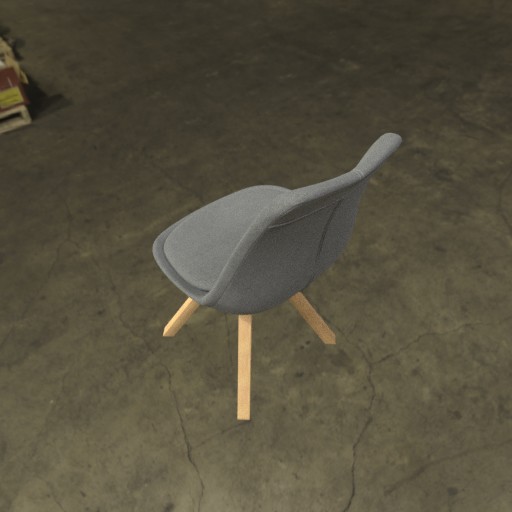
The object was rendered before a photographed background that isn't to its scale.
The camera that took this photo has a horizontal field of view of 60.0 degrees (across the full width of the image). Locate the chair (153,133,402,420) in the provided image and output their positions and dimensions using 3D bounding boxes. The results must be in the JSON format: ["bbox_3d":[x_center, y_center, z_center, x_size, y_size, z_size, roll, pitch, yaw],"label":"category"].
[{"bbox_3d":[0.000,0.000,1.196,0.474,0.863,0.549,-33,55,-27],"label":"chair"}]
